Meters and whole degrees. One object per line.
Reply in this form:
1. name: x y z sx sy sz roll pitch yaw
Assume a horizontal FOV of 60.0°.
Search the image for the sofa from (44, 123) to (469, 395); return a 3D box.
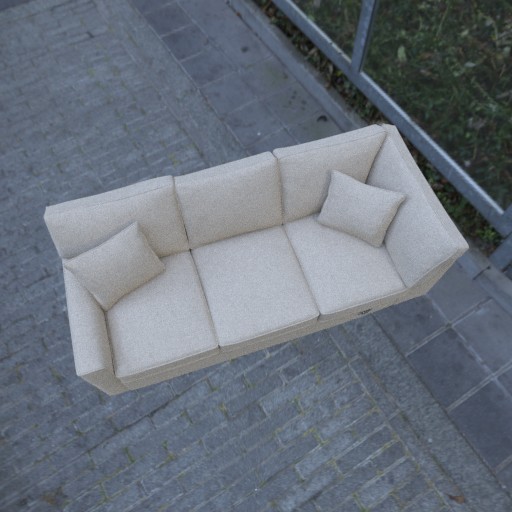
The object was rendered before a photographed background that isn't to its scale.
1. sofa: 0.000 0.000 2.870 2.317 0.962 1.061 -16 63 -8
